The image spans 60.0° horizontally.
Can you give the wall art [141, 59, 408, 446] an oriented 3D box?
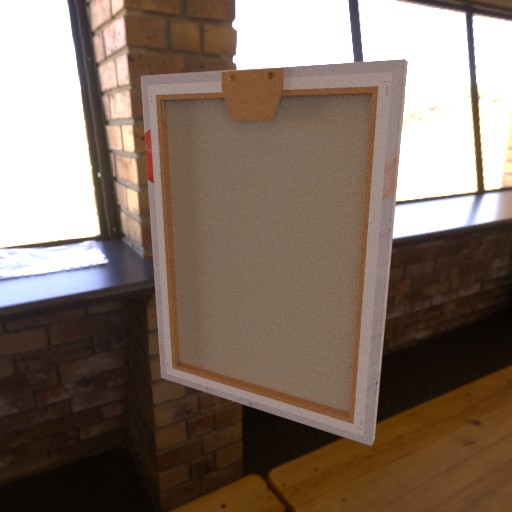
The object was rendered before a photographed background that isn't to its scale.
[{"bbox_3d":[0.000,0.000,1.297,0.759,1.014,0.045,9,18,27],"label":"wall art"}]
